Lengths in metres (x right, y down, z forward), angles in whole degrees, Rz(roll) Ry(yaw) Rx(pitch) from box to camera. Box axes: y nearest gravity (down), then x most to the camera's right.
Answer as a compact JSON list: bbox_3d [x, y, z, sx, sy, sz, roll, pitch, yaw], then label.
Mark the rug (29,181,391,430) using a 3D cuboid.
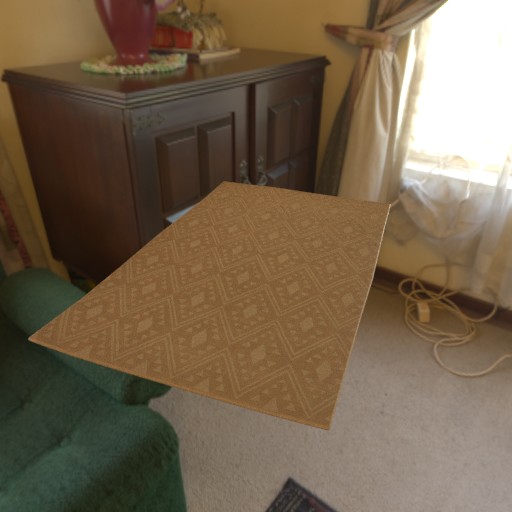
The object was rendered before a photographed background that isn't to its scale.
[{"bbox_3d":[0.000,0.000,2.993,1.553,0.053,2.430,11,32,17],"label":"rug"}]
